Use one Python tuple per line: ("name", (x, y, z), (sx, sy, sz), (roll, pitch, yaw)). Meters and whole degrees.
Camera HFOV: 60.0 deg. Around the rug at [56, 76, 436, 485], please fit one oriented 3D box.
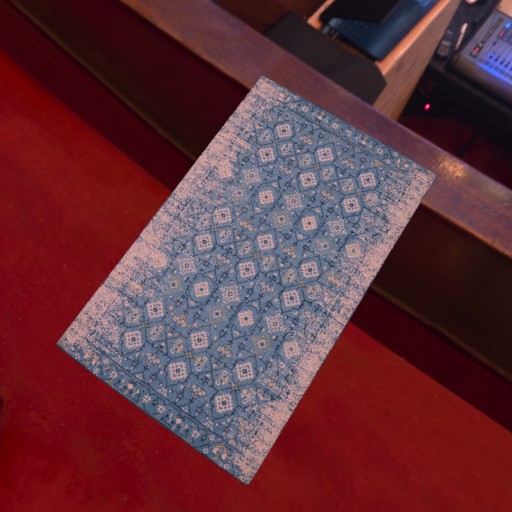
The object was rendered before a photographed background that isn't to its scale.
("rug", (0.000, 0.000, 2.212), (1.102, 0.008, 1.795), (33, 77, 8))
